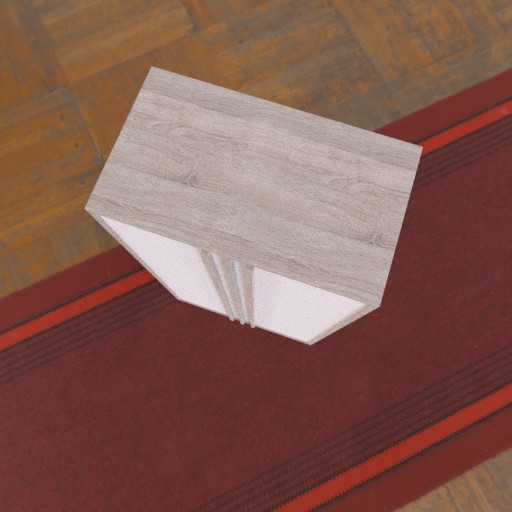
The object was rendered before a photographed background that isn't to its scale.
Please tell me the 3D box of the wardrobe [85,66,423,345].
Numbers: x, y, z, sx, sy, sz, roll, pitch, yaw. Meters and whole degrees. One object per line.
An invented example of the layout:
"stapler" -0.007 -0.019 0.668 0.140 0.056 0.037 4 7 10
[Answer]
"wardrobe" 0.000 0.000 2.427 1.000 1.960 0.600 18 76 5
